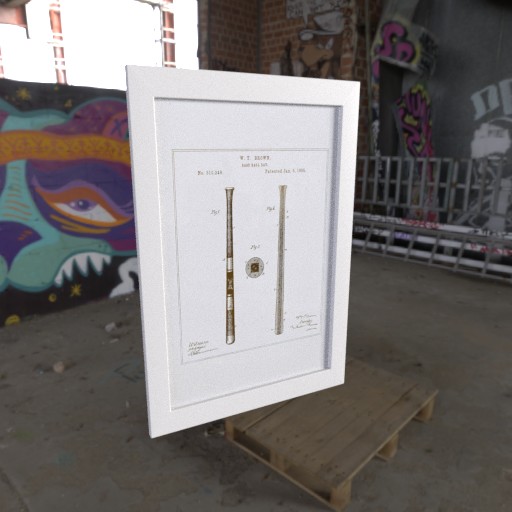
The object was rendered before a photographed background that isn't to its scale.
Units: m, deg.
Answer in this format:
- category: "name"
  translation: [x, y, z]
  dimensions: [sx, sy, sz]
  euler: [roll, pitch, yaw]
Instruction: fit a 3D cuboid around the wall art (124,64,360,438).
- category: "wall art"
  translation: [0.000, 0.000, 0.629]
  dimensions: [0.329, 0.482, 0.011]
  euler: [-7, 16, -25]
